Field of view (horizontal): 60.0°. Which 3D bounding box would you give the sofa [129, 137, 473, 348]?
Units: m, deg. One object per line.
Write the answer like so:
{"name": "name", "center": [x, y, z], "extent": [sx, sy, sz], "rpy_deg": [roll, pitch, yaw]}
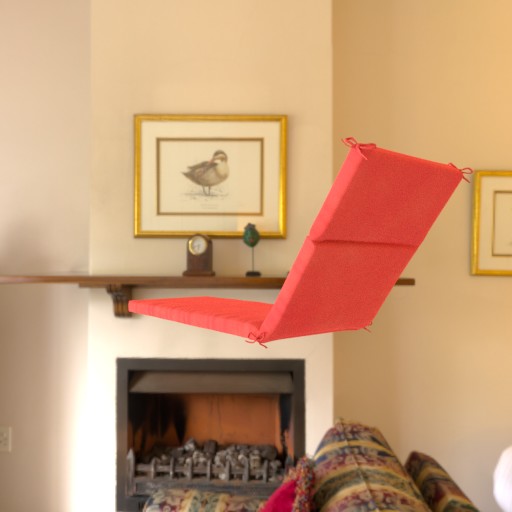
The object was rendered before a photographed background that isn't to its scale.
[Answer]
{"name": "sofa", "center": [0.000, 0.000, 1.950], "extent": [0.582, 0.622, 1.663], "rpy_deg": [1, -1, -38]}
